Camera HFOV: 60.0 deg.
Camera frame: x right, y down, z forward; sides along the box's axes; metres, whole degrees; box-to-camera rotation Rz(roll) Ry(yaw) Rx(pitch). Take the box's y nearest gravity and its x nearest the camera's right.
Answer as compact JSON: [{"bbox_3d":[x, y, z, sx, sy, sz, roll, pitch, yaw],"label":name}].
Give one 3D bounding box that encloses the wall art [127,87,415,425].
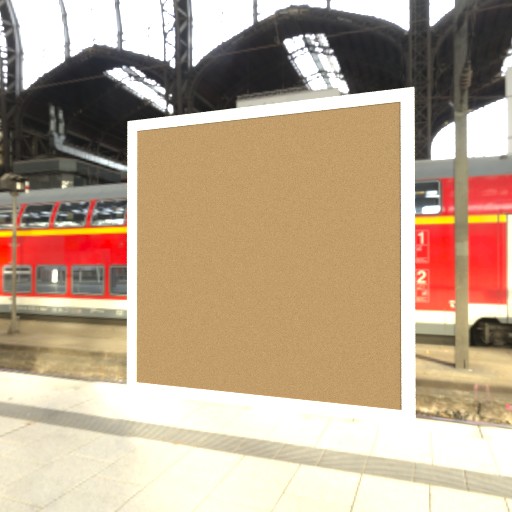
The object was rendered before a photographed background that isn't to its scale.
[{"bbox_3d":[0.000,0.000,1.205,0.812,0.812,0.015,0,-1,19],"label":"wall art"}]
